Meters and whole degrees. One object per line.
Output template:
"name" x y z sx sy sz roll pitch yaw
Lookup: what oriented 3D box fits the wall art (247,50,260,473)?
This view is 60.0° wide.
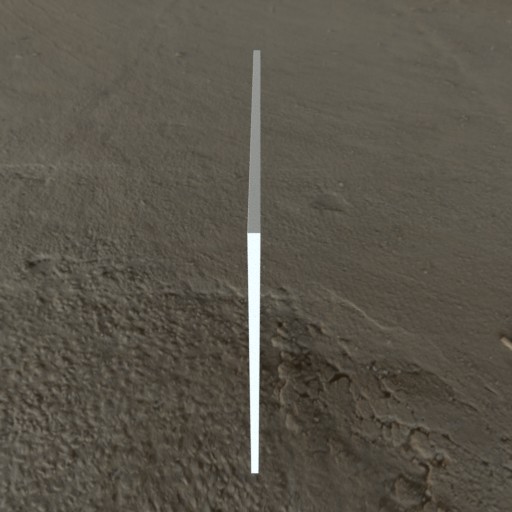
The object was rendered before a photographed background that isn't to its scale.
"wall art" 0.000 0.000 0.978 0.015 0.660 0.660 0 42 0
